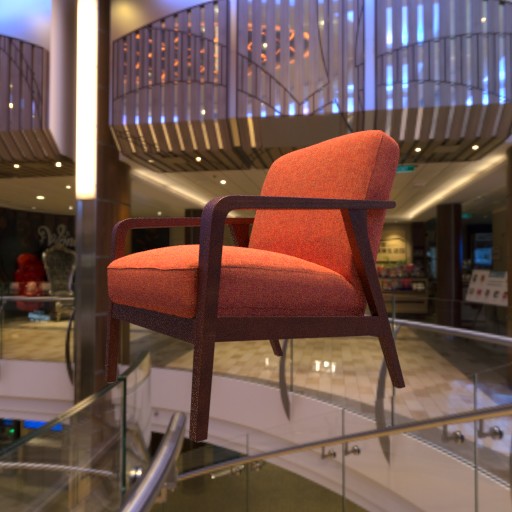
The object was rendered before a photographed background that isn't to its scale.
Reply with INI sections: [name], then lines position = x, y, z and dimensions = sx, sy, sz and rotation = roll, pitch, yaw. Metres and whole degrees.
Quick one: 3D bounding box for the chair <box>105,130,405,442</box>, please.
[chair]
position = 0.000, 0.000, 1.543
dimensions = 0.860, 0.890, 0.719
rotation = 1, -1, -36
